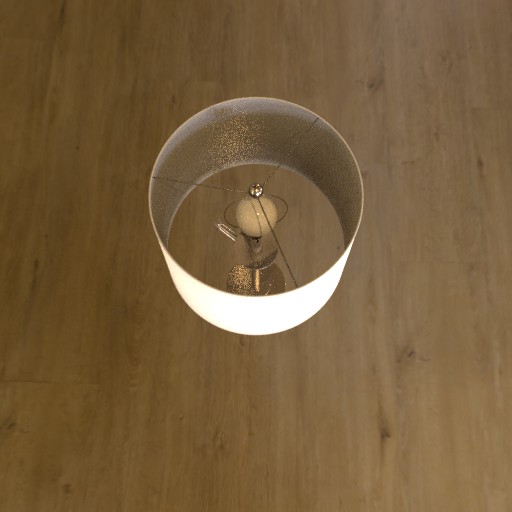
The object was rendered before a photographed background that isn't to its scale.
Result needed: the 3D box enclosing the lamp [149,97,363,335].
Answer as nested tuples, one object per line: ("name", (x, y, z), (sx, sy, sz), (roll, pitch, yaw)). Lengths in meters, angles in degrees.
("lamp", (0.000, 0.000, 0.907), (0.333, 0.696, 0.333), (0, 75, 0))
